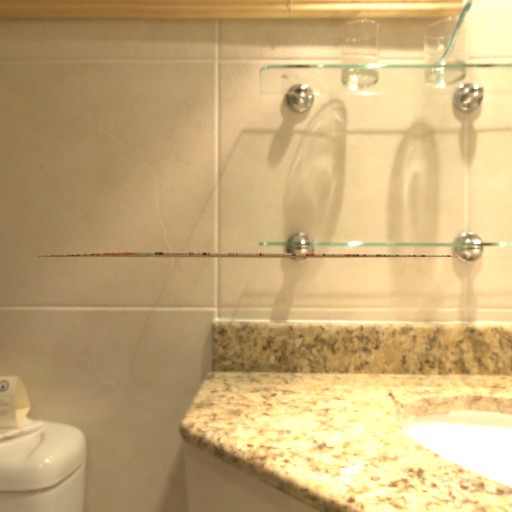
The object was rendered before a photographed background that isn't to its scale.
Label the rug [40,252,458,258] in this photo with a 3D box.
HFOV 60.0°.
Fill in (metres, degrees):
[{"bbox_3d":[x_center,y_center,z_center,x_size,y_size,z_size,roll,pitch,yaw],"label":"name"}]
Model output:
[{"bbox_3d":[0.000,0.000,2.440,1.997,0.010,1.218,0,-1,-36],"label":"rug"}]
